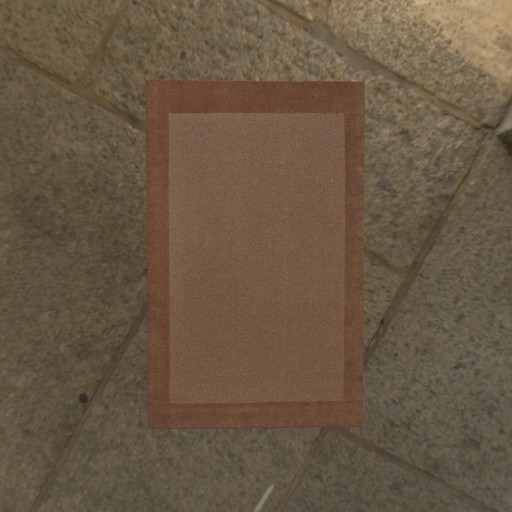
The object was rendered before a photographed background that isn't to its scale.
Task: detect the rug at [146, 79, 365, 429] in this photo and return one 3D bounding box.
[{"bbox_3d":[0.000,0.000,3.109,1.524,0.014,2.438,0,91,-1],"label":"rug"}]
